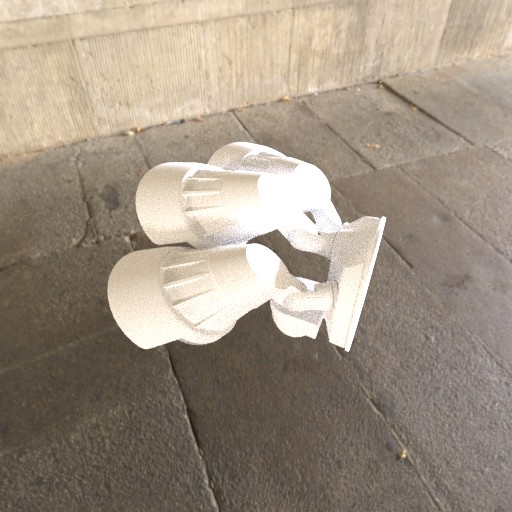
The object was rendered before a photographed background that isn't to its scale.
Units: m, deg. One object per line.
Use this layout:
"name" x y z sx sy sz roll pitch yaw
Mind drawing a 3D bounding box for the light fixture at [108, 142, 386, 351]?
"light fixture" 0.000 0.000 0.554 0.278 0.237 0.369 16 46 16
